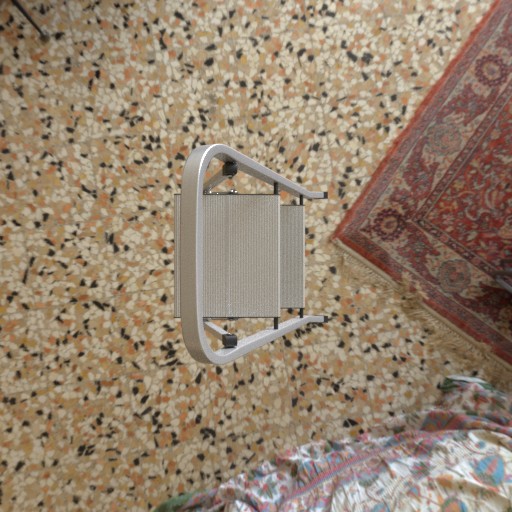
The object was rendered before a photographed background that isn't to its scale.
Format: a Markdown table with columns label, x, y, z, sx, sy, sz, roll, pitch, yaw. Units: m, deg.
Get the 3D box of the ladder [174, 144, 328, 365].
| label | x | y | z | sx | sy | sz | roll | pitch | yaw |
| --- | --- | --- | --- | --- | --- | --- | --- | --- | --- |
| ladder | 0.000 | 0.000 | 1.152 | 0.530 | 0.830 | 0.465 | 0 | 89 | -1 |
